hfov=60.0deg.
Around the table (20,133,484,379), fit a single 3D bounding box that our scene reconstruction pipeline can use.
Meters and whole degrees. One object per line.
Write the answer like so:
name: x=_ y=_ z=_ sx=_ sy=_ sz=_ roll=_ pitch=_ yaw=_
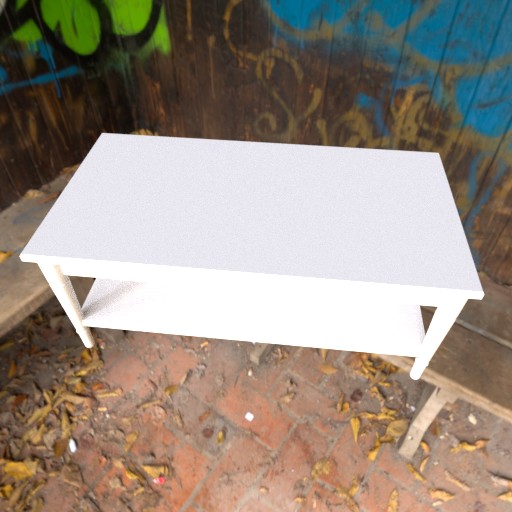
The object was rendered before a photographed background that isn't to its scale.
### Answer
table: x=0.000 y=0.000 z=1.364 sx=1.067 sy=0.457 sz=0.559 roll=5 pitch=46 yaw=4
